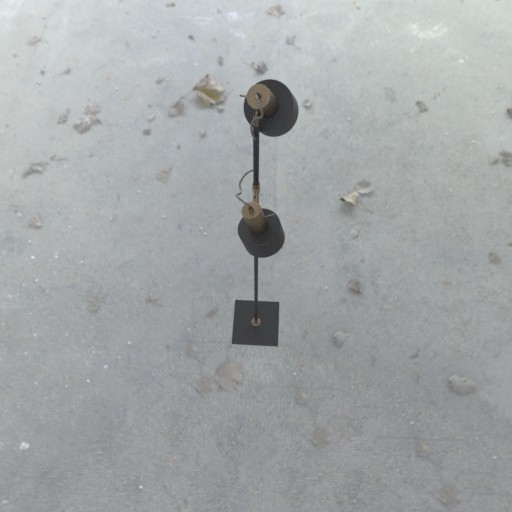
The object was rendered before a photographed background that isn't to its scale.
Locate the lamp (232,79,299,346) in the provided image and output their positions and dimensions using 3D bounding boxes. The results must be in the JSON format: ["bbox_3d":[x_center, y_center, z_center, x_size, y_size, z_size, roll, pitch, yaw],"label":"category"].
[{"bbox_3d":[0.000,0.000,1.617,0.233,1.505,0.315,3,62,1],"label":"lamp"}]
